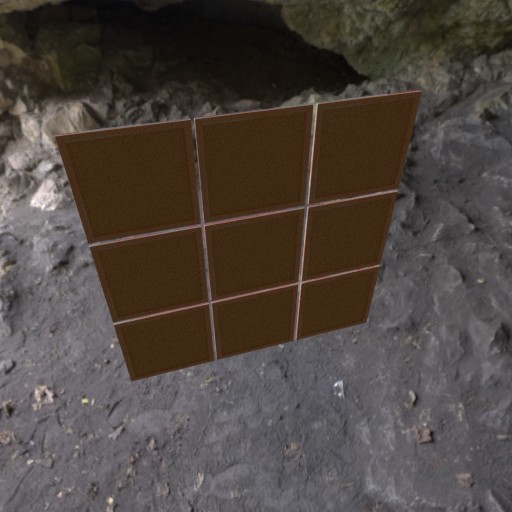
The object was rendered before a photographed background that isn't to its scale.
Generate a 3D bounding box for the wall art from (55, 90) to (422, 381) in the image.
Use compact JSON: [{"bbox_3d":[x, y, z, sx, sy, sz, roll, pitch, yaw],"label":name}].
[{"bbox_3d":[0.000,0.000,2.261,1.521,1.519,0.013,-11,41,-13],"label":"wall art"}]
